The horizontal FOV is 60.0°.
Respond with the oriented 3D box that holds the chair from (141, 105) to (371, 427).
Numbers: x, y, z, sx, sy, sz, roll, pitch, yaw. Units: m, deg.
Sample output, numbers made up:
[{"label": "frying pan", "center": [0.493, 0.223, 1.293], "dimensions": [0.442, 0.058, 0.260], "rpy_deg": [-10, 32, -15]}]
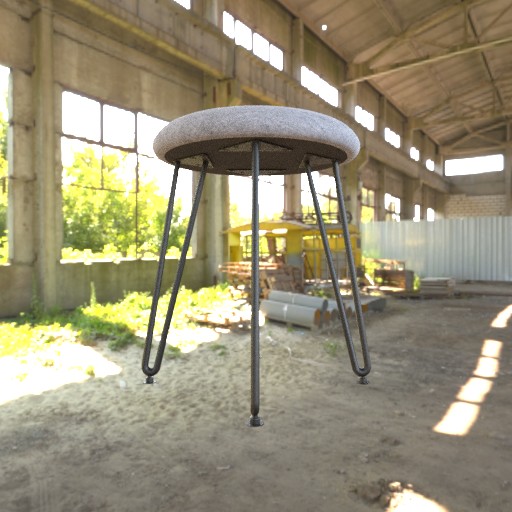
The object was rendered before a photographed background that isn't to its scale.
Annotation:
[{"label": "chair", "center": [0.000, 0.000, 0.676], "dimensions": [0.350, 0.386, 0.350], "rpy_deg": [0, 0, 0]}]
